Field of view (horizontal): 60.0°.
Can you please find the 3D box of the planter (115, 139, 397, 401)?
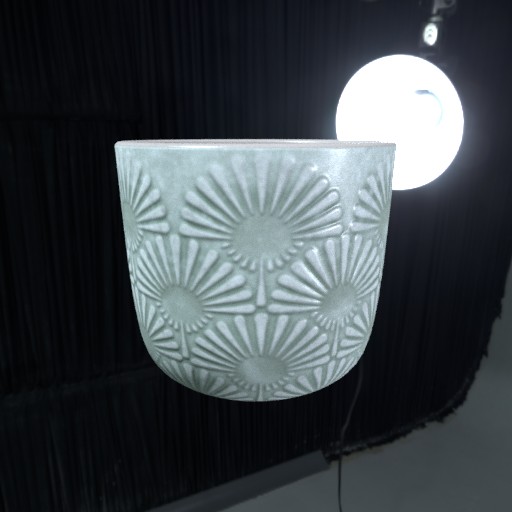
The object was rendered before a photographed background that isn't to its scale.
[{"bbox_3d":[0.000,0.000,0.217,0.124,0.109,0.124,0,15,0],"label":"planter"}]
